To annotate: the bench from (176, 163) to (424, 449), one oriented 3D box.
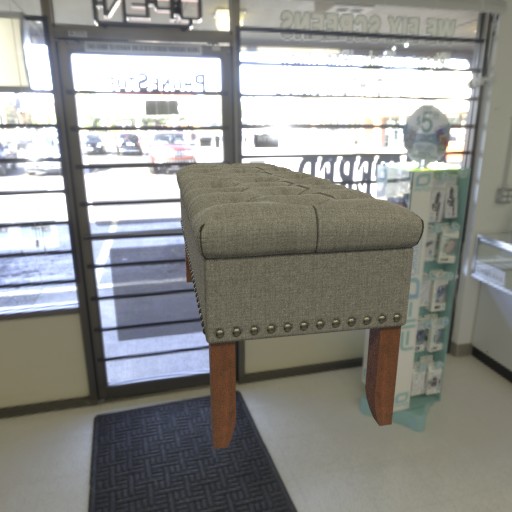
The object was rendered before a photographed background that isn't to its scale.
[{"bbox_3d":[0.000,0.000,1.304,0.417,0.470,1.052,-3,16,-11],"label":"bench"}]
